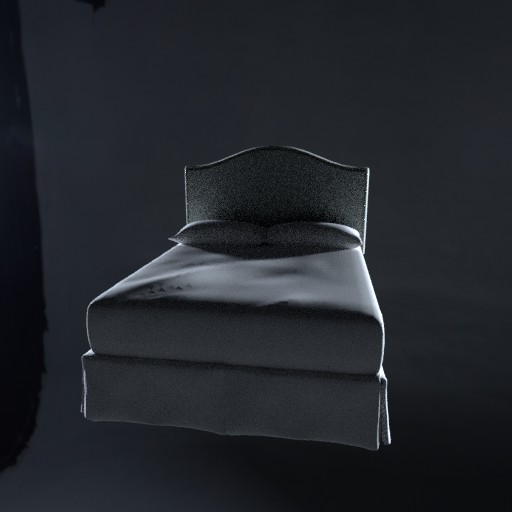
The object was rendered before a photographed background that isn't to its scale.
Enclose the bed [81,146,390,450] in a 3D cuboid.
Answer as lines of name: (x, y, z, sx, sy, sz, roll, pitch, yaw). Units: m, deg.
bed: (0.000, 0.000, 3.334, 1.813, 1.607, 2.180, 2, 14, 9)
